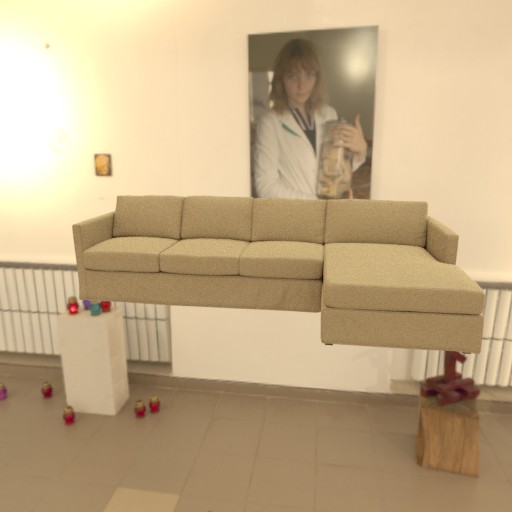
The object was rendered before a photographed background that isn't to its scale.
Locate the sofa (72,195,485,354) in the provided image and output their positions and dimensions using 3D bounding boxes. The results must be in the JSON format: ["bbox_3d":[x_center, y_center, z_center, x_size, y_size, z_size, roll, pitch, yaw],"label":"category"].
[{"bbox_3d":[0.000,0.000,3.753,3.177,0.867,1.622,2,14,8],"label":"sofa"}]
